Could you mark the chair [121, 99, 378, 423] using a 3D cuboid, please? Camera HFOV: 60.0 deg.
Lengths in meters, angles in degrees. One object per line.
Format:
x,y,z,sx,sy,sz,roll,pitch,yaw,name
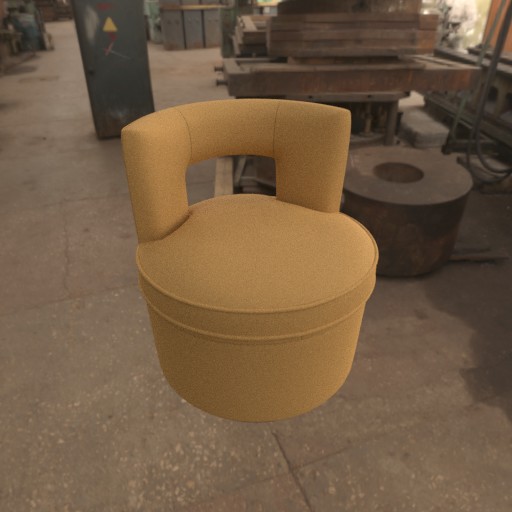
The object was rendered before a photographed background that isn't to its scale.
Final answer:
0.000,0.000,1.240,0.650,0.723,0.665,-10,33,-16,chair
